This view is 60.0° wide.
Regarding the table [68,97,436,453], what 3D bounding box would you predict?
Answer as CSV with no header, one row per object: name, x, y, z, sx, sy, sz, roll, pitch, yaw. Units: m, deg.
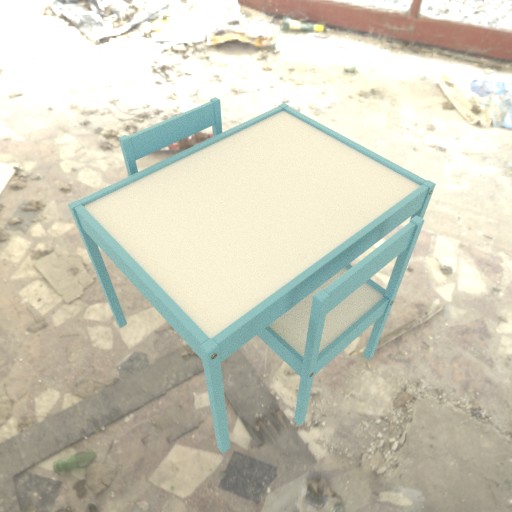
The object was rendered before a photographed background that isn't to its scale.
table,0.000,0.000,1.109,0.639,0.503,0.633,-33,56,-27
